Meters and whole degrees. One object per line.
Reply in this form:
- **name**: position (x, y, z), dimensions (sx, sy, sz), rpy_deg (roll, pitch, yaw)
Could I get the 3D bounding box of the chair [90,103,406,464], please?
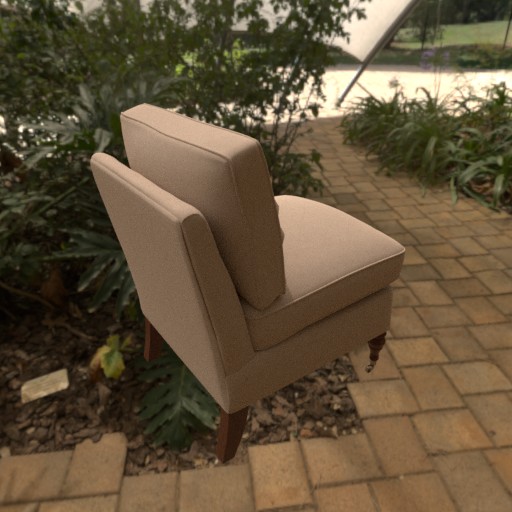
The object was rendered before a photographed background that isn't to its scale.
- **chair**: position (0.000, 0.000, 1.655), dimensions (0.912, 1.052, 0.724), rpy_deg (-18, 32, -31)
